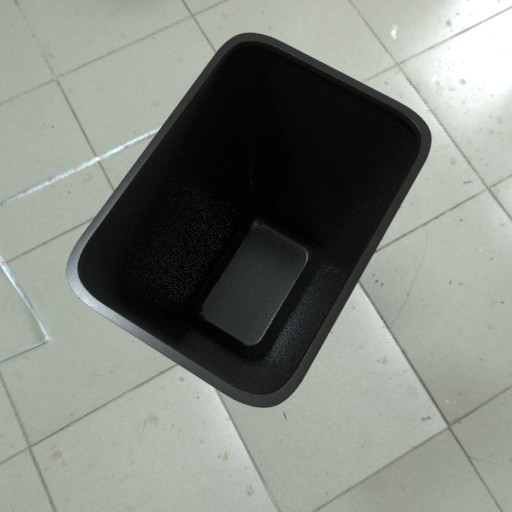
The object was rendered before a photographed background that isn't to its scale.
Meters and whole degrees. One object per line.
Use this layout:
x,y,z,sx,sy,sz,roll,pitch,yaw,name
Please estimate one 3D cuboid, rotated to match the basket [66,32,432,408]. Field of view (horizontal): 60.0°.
0.000,0.000,0.751,0.287,0.521,0.394,31,78,7,basket
